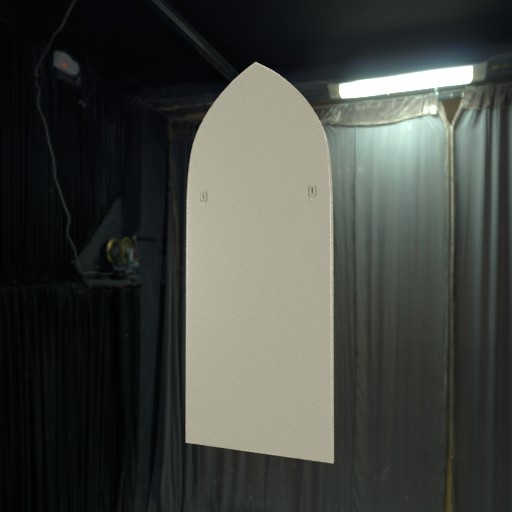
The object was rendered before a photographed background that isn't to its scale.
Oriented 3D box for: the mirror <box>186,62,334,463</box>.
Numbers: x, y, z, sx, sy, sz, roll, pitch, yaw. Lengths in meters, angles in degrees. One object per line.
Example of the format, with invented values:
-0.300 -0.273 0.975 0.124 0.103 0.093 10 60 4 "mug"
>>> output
0.000 0.000 1.340 0.464 1.175 0.025 0 -1 18 "mirror"
